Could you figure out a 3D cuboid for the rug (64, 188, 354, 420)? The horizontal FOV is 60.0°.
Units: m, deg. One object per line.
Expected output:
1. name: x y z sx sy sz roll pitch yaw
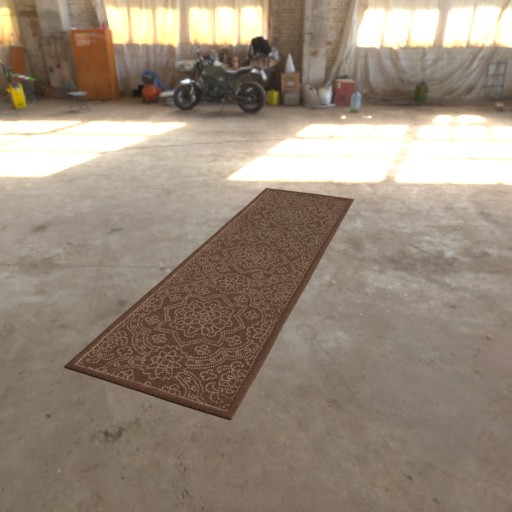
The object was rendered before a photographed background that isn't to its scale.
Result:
1. rug: 0.000 0.000 2.728 0.769 0.012 2.448 10 29 19
